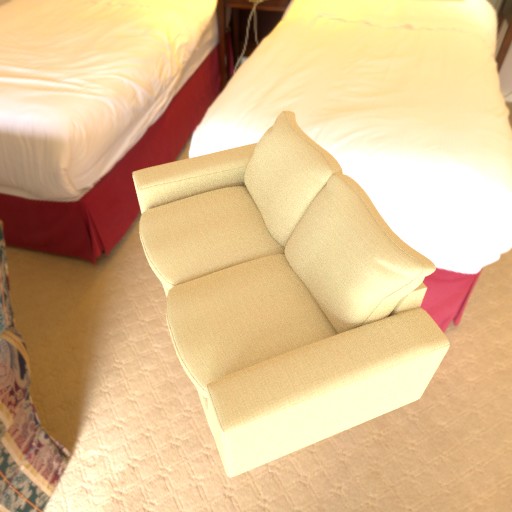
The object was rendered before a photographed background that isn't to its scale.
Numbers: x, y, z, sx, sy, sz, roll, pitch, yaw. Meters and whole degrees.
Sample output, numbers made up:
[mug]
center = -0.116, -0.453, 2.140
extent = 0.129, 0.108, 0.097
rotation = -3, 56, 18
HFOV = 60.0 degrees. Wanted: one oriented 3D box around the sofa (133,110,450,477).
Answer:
[sofa]
center = 0.000, 0.000, 2.371
extent = 1.091, 0.875, 1.754
rotation = -16, 48, -15
